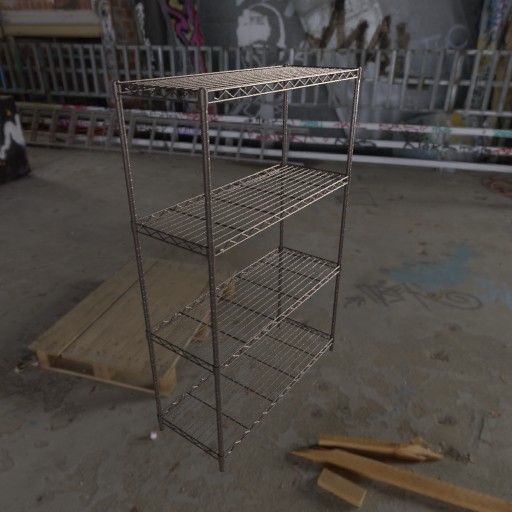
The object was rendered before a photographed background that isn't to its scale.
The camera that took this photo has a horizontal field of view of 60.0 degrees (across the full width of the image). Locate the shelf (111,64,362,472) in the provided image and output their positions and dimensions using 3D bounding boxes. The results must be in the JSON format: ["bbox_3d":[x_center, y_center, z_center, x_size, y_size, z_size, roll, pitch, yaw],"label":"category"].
[{"bbox_3d":[0.000,0.000,1.777,0.352,1.361,0.907,18,32,32],"label":"shelf"}]
